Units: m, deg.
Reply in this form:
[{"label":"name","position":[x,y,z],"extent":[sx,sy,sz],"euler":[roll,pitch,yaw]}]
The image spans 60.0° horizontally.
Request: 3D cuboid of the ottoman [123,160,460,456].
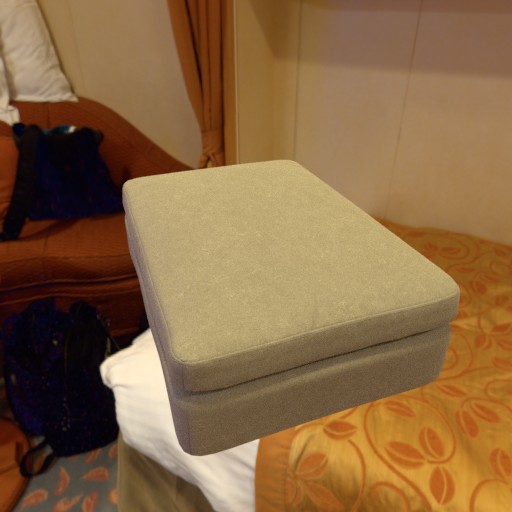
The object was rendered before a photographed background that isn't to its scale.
[{"label":"ottoman","position":[0.000,0.000,1.631],"extent":[0.840,0.429,1.199],"euler":[-11,33,-17]}]
